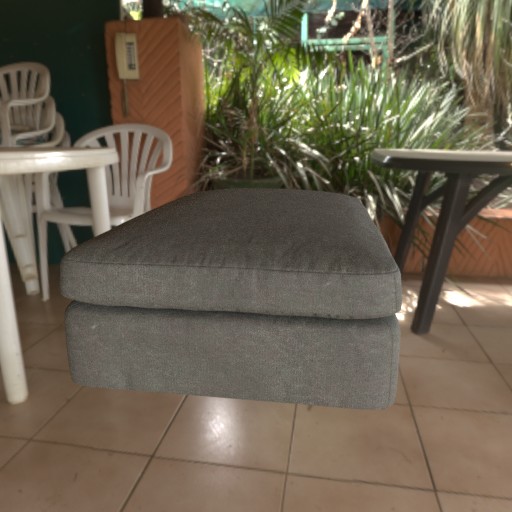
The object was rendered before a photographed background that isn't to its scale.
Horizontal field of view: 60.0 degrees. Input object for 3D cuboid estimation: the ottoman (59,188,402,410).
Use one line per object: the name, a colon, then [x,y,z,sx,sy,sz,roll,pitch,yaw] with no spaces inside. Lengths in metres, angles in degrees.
ottoman: [0.000,0.000,1.590,0.840,0.429,1.199,2,15,8]
